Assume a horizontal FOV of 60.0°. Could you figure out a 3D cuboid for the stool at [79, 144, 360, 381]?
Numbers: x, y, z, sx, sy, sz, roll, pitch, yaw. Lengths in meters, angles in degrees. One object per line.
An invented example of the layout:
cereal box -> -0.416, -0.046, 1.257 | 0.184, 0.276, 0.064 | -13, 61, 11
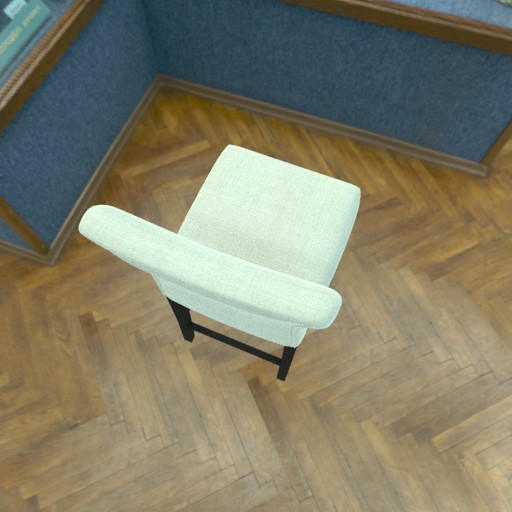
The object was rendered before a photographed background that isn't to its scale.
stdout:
stool -> 0.000, 0.000, 1.315 | 0.514, 0.972, 0.603 | 21, 66, 9
